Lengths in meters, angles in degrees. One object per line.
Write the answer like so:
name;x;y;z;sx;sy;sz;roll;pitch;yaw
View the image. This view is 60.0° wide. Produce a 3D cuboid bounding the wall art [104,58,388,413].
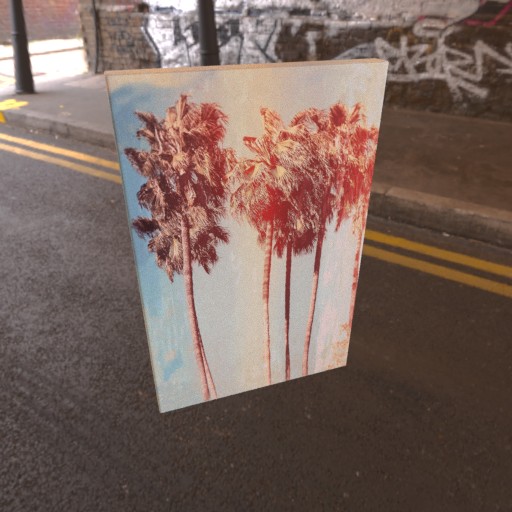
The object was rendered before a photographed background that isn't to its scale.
wall art;0.000;0.000;0.765;0.401;0.610;0.038;-10;32;-16
